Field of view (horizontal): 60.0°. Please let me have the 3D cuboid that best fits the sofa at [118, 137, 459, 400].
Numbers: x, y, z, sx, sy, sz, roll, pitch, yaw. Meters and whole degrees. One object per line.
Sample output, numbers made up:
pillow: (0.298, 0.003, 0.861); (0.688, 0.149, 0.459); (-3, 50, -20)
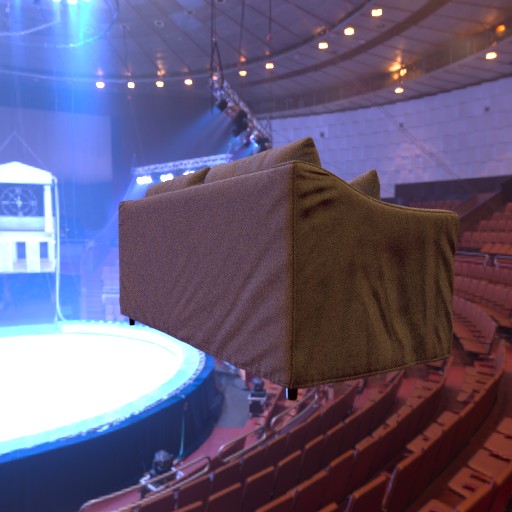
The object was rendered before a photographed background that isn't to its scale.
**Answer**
sofa: (0.000, 0.000, 2.666); (1.072, 1.018, 2.010); (-1, 2, -34)
